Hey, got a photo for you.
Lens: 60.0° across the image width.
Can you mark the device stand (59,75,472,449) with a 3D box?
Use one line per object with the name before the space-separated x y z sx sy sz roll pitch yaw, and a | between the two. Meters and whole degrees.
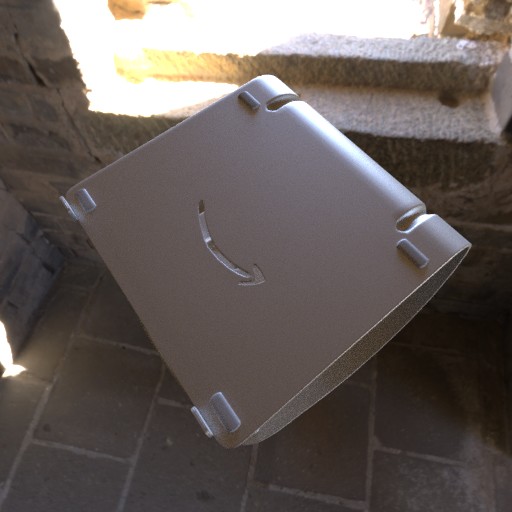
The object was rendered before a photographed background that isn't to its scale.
device stand | 0.000 0.000 0.398 0.236 0.155 0.256 -31 63 -18
